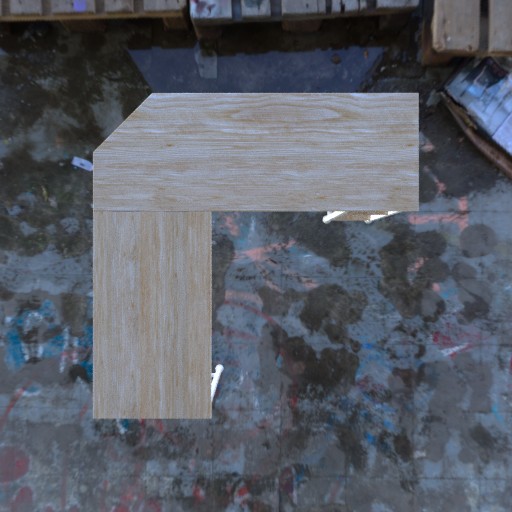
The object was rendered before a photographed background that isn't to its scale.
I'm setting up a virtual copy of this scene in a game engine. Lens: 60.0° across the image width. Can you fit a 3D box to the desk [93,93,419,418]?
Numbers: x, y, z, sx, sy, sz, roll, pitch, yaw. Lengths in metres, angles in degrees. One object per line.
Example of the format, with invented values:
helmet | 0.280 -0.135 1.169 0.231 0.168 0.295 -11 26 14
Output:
desk | 0.000 0.000 2.248 1.379 0.739 1.379 0 90 0
